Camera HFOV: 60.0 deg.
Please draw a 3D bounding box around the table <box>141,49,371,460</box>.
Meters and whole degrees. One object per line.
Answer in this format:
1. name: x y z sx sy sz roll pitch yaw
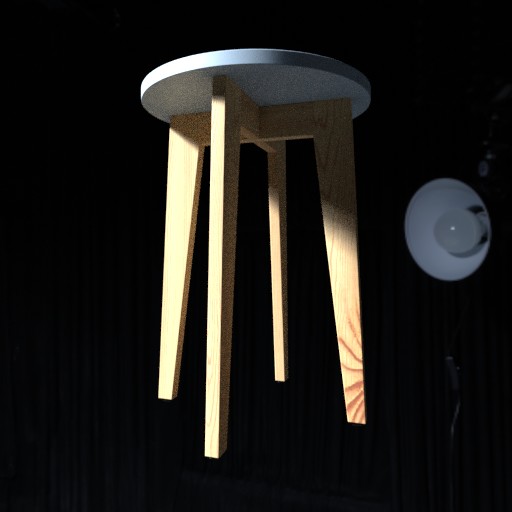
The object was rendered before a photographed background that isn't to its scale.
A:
1. table: 0.000 0.000 0.706 0.350 0.500 0.350 0 2 0
